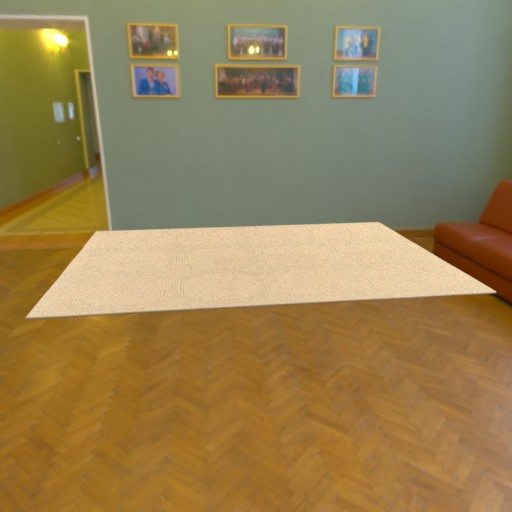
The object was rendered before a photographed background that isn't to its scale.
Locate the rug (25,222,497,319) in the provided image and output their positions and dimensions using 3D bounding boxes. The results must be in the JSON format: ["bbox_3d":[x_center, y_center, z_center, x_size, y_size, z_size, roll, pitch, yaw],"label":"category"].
[{"bbox_3d":[0.000,0.000,2.284,1.839,0.009,1.236,-2,18,-7],"label":"rug"}]
